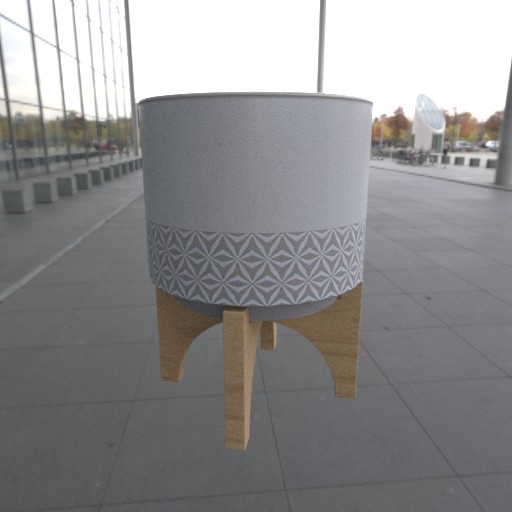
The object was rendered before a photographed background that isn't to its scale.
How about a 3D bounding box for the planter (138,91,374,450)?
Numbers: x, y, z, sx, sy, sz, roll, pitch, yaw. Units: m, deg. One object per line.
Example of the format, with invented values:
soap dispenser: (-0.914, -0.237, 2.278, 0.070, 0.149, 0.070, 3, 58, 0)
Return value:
planter: (0.000, 0.000, 0.525, 0.249, 0.343, 0.249, 0, 15, 0)
